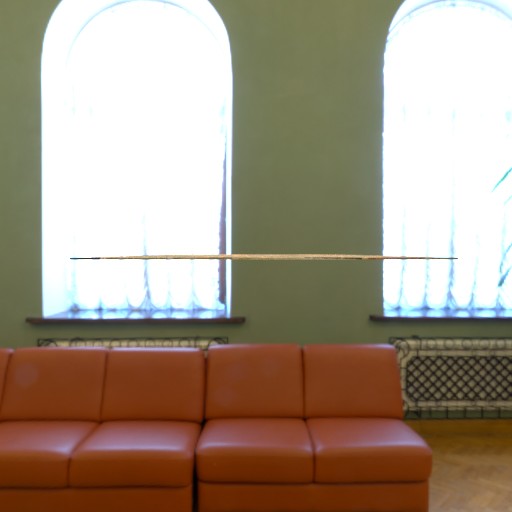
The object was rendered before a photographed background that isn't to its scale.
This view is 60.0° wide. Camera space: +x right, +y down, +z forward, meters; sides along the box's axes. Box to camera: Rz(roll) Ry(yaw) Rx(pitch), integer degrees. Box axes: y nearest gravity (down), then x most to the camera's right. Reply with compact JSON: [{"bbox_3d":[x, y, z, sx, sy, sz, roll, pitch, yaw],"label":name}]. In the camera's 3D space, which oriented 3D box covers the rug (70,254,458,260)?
[{"bbox_3d":[0.000,0.000,2.297,1.216,0.006,1.828,0,1,-2],"label":"rug"}]
